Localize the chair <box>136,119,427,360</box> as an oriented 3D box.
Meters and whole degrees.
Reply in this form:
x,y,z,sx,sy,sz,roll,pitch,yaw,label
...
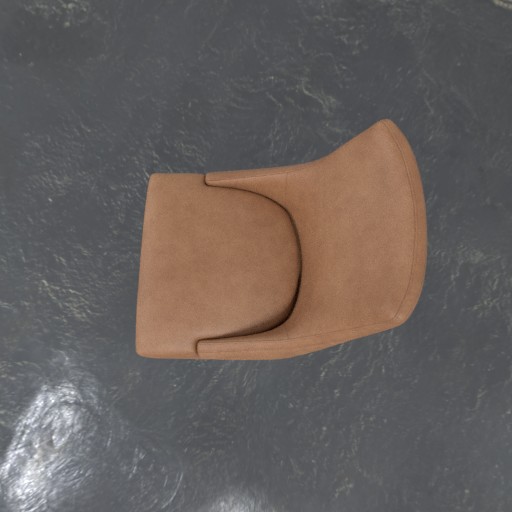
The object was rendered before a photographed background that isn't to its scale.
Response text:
x,y,z,sx,sy,sz,roll,pitch,yaw,label
0.000,0.000,1.541,0.861,0.909,0.701,1,76,0,chair
